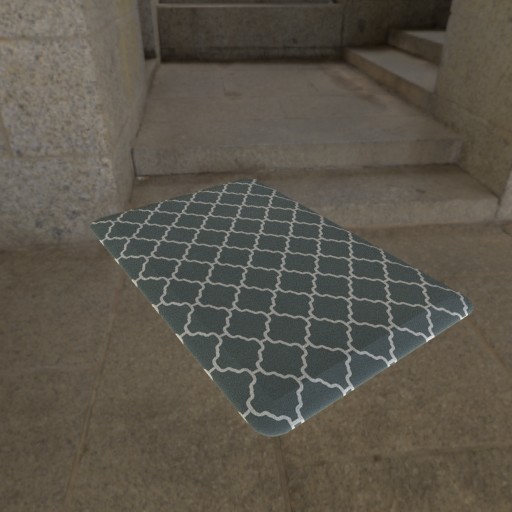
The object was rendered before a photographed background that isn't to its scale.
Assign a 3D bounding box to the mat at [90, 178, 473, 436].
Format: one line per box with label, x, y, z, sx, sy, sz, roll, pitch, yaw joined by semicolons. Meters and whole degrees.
mat;0.000;0.000;0.973;0.508;0.021;0.762;-21;38;-29
